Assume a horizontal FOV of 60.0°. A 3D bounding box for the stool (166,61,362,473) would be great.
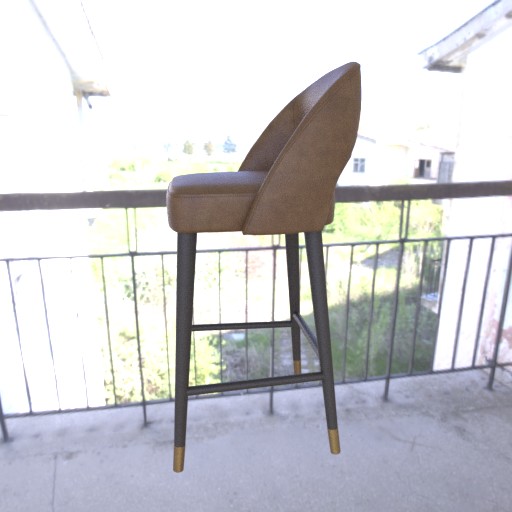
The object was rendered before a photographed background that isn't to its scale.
[{"bbox_3d":[0.000,0.000,1.278,0.509,1.037,0.494,-2,15,-9],"label":"stool"}]
